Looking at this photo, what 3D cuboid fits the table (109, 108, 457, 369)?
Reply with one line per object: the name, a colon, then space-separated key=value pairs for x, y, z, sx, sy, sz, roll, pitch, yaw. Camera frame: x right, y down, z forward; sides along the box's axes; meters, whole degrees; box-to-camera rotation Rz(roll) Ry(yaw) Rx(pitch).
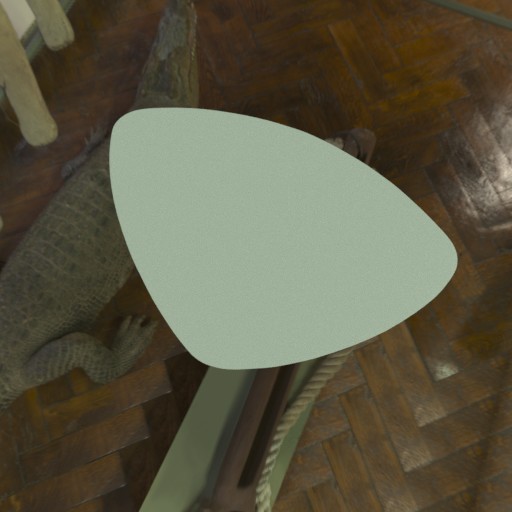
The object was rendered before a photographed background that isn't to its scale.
table: x=0.000 y=0.000 z=1.660 sx=1.250 sy=0.440 sz=0.850 roll=24 pitch=77 yaw=6
